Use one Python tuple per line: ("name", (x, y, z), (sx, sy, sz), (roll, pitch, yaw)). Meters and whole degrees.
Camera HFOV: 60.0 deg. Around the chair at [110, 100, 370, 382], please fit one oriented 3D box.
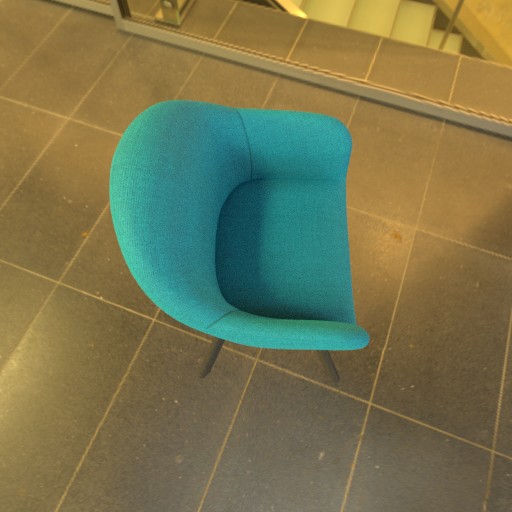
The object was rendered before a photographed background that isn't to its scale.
("chair", (0.000, 0.000, 1.173), (0.550, 0.795, 0.590), (1, 64, 1))
